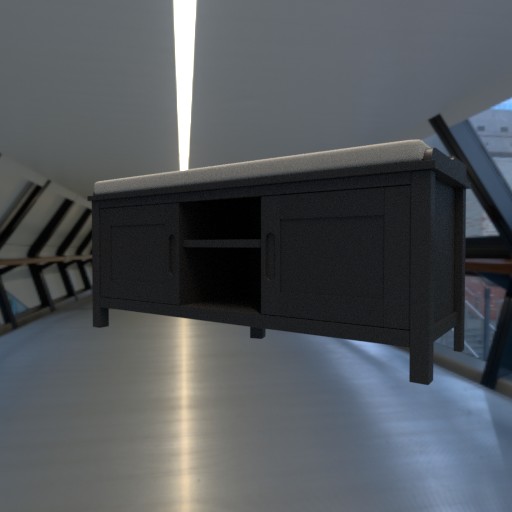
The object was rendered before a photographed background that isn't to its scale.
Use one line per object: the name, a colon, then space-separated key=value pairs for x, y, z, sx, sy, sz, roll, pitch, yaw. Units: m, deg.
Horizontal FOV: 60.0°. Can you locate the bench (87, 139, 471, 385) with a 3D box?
bench: x=0.000 y=0.000 z=1.368 sx=1.140 sy=0.501 sz=0.398 roll=1 pitch=2 yaw=35
